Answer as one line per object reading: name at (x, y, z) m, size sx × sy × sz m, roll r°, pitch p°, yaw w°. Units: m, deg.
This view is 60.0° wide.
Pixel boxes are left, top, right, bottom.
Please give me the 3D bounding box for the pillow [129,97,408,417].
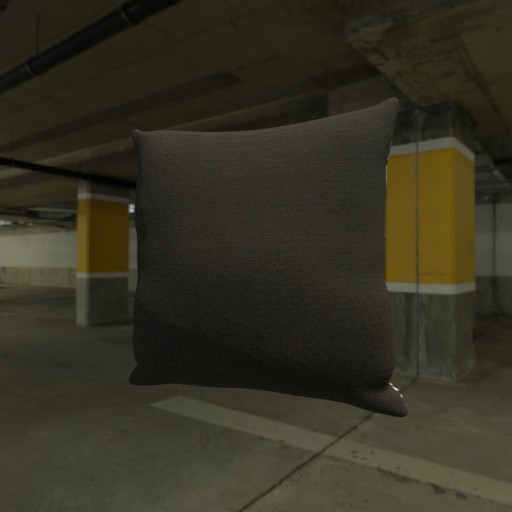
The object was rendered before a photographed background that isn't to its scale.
pillow at (0.000, 0.000, 0.681) m, size 0.440 × 0.441 × 0.182 m, roll 0°, pitch -1°, yaw 18°
